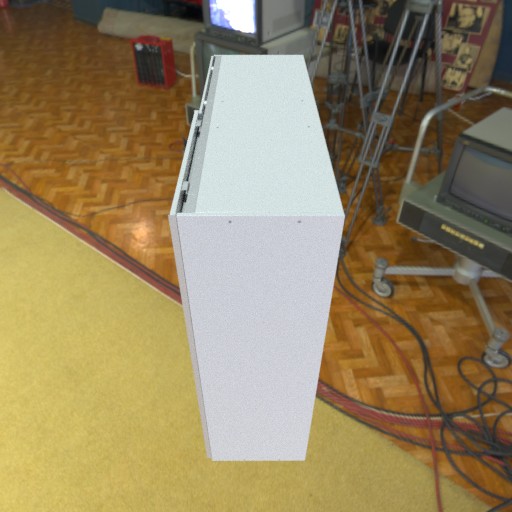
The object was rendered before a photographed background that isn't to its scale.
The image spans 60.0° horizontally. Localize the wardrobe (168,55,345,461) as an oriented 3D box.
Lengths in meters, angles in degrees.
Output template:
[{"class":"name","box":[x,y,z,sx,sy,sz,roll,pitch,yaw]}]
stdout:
[{"class":"wardrobe","box":[0.000,0.000,2.885,0.629,1.960,1.780,0,41,0]}]
